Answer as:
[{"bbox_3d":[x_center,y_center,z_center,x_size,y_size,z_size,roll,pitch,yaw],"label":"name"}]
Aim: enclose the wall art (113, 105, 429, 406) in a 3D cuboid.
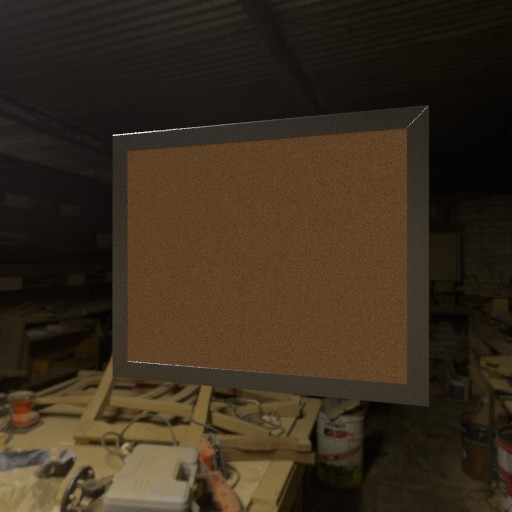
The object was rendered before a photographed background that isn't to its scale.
[{"bbox_3d":[0.000,0.000,0.768,0.557,0.456,0.032,0,0,17],"label":"wall art"}]
